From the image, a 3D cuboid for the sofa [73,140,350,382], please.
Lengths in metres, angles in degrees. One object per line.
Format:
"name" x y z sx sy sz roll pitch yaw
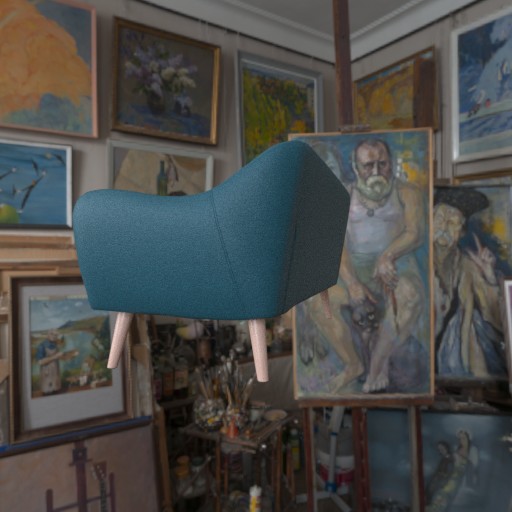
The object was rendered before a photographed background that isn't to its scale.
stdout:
"sofa" 0.000 0.000 2.293 0.820 0.836 1.840 0 0 18
